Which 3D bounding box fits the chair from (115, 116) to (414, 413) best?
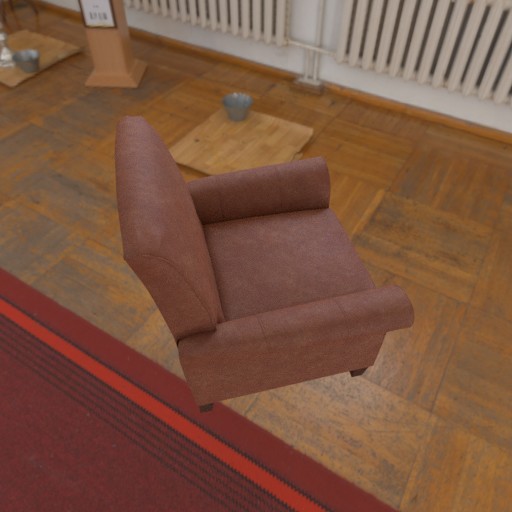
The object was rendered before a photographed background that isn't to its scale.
[{"bbox_3d":[0.000,0.000,1.807,0.902,1.061,0.978,-10,47,-9],"label":"chair"}]
